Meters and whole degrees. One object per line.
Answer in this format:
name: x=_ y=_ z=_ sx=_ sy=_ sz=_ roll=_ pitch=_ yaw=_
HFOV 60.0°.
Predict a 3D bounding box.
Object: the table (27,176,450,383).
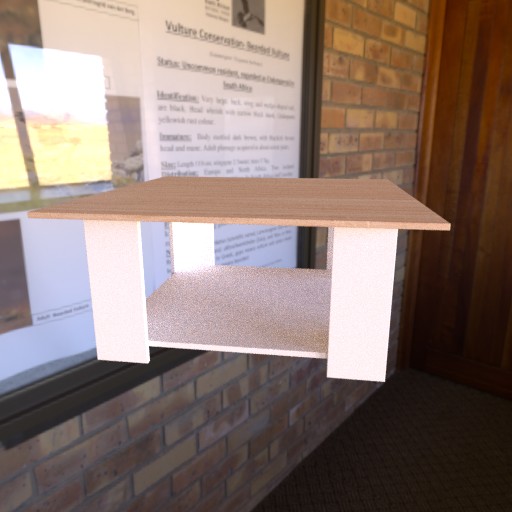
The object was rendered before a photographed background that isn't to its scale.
table: x=0.000 y=0.000 z=1.048 sx=0.670 sy=0.305 sz=0.670 roll=2 pitch=15 yaw=8
